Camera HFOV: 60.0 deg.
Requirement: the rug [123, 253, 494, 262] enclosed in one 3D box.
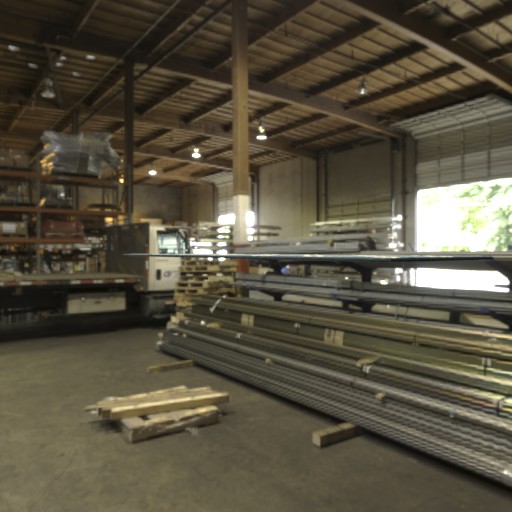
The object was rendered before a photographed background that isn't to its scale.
[{"bbox_3d":[0.000,0.000,2.484,0.678,0.014,2.276,0,1,-37],"label":"rug"}]
